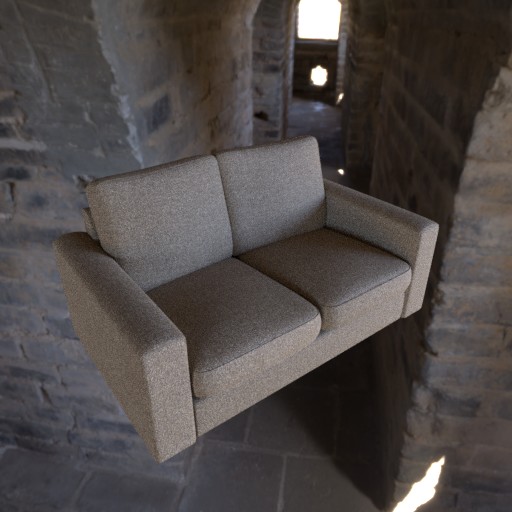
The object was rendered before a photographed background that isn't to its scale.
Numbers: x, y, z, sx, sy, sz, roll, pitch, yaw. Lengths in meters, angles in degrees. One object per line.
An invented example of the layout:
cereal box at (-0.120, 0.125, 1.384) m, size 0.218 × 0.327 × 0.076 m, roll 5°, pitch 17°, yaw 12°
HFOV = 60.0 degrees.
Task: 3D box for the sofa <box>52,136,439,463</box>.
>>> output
sofa at (0.000, 0.000, 2.175) m, size 1.616 × 0.873 × 1.016 m, roll -20°, pitch 35°, yaw -32°
